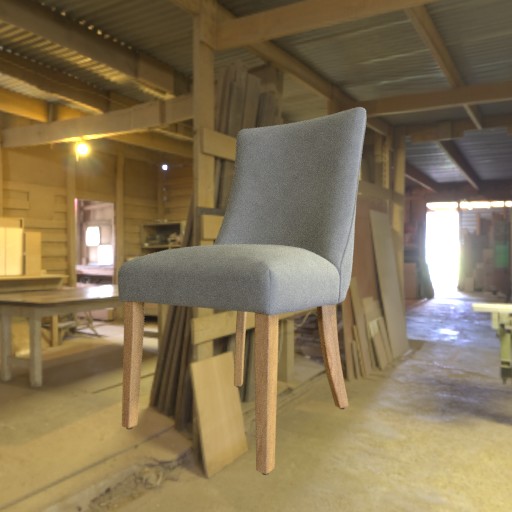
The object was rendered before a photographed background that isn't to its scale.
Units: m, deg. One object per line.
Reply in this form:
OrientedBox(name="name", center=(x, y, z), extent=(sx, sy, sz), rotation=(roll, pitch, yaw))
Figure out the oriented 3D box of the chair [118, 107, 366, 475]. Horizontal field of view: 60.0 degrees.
OrientedBox(name="chair", center=(0.000, 0.000, 1.268), extent=(0.495, 0.902, 0.610), rotation=(0, 0, 34))
